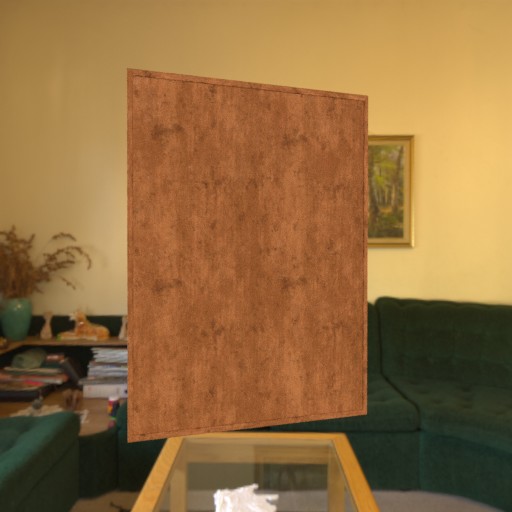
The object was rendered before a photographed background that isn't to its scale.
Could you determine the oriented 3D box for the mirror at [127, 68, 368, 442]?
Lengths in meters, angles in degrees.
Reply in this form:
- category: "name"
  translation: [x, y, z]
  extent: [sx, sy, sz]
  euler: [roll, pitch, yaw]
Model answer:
- category: "mirror"
  translation: [0.000, 0.000, 1.425]
  extent: [0.796, 1.099, 0.028]
  euler: [0, 1, -17]
